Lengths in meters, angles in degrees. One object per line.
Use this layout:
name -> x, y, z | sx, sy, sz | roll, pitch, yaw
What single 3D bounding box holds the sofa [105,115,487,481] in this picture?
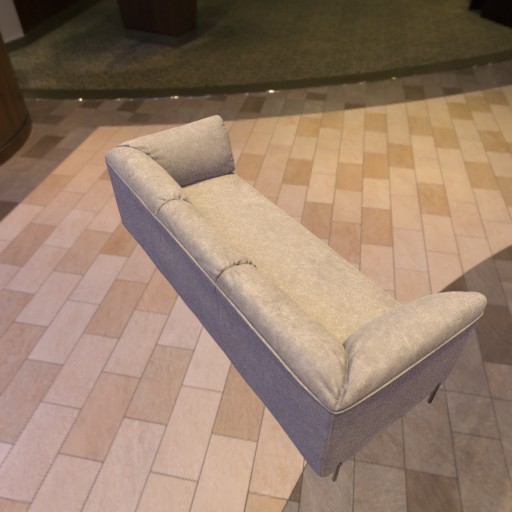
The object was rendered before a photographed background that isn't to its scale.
sofa -> 0.000, 0.000, 2.573 | 0.899, 0.758, 2.238 | -25, 48, -25
